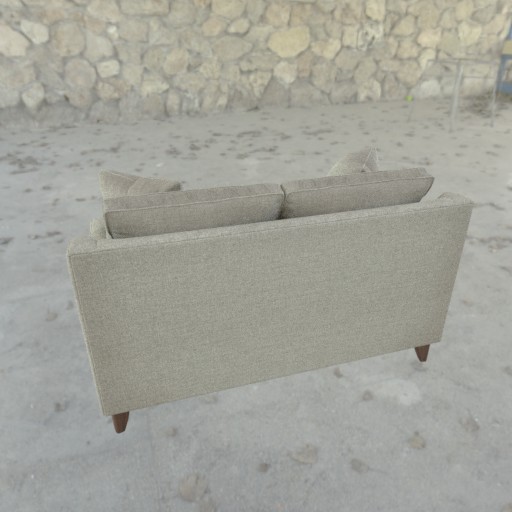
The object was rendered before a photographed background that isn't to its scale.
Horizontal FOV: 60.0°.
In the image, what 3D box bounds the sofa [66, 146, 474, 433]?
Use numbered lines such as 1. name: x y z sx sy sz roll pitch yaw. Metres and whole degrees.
1. sofa: 0.000 0.000 1.975 1.422 0.863 0.915 -8 29 -15
